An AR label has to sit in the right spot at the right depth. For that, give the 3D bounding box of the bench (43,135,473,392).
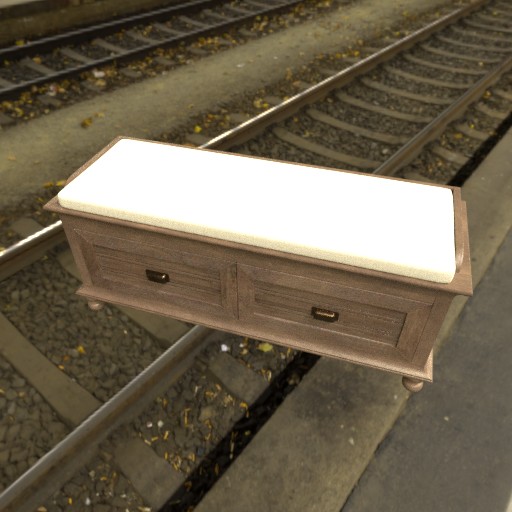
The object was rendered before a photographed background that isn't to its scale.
[{"bbox_3d":[0.000,0.000,1.442,1.185,0.501,0.402,12,42,13],"label":"bench"}]
